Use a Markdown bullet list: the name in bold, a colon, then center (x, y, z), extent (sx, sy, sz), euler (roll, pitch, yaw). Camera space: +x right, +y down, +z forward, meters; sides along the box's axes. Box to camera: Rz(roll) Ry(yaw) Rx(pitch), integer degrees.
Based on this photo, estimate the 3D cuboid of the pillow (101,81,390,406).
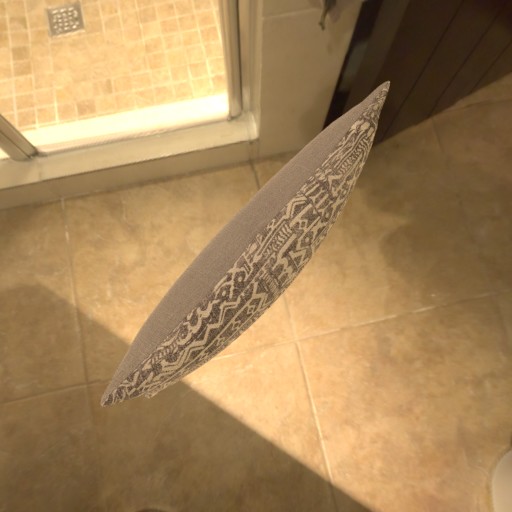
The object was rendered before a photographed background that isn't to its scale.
- **pillow**: center (0.000, 0.000, 0.747), extent (0.148, 0.290, 0.631), euler (40, 80, 9)
